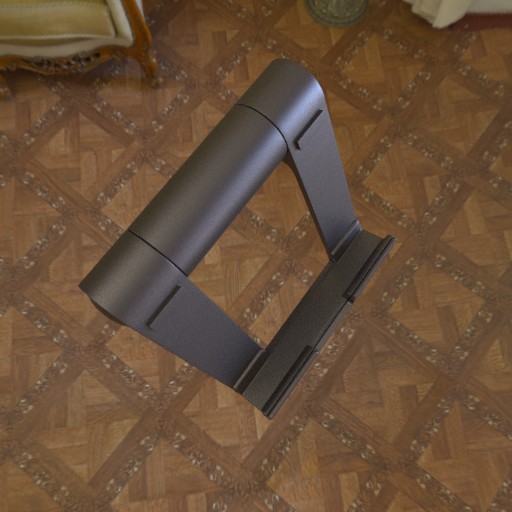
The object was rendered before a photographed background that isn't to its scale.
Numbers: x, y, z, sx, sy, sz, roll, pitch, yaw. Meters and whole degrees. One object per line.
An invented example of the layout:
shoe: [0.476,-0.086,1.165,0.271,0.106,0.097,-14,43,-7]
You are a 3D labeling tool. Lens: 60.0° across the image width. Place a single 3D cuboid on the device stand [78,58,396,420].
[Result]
device stand: [0.000,0.000,0.156,0.079,0.084,0.088,36,78,9]
